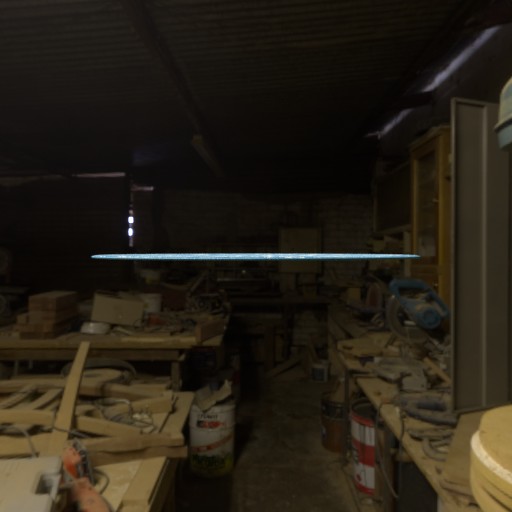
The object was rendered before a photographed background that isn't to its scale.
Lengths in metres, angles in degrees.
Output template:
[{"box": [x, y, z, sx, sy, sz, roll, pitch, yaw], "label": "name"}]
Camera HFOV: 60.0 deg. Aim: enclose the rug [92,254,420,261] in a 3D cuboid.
[{"box": [0.000, 0.000, 2.289, 1.593, 0.012, 1.593, 0, 1, 0], "label": "rug"}]
